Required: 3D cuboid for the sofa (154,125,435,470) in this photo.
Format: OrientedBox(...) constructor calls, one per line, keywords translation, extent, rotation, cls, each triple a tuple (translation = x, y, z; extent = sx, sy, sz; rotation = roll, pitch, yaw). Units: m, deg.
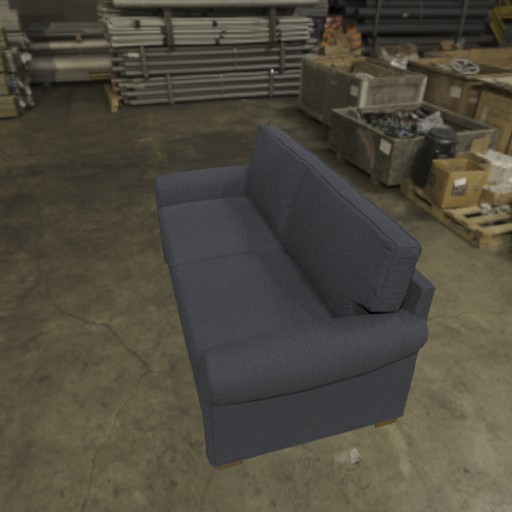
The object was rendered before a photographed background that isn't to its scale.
OrientedBox(translation=(0.000, 0.000, 2.502), extent=(0.951, 1.031, 2.009), rotation=(-9, 33, -14), cls="sofa")
